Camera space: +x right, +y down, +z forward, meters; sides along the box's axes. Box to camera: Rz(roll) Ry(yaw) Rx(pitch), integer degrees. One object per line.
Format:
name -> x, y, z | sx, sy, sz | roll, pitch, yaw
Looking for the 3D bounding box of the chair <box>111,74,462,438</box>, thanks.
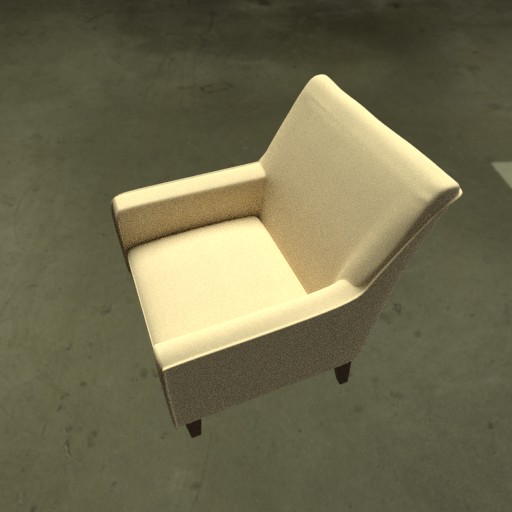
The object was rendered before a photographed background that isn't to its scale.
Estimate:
chair -> 0.000, 0.000, 1.610 | 0.899, 0.919, 0.780 | -16, 47, -15
